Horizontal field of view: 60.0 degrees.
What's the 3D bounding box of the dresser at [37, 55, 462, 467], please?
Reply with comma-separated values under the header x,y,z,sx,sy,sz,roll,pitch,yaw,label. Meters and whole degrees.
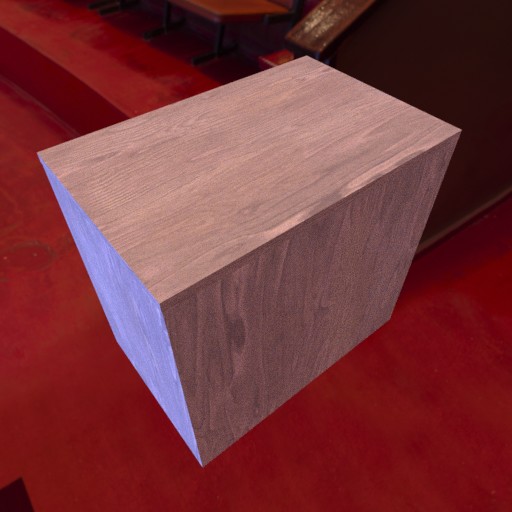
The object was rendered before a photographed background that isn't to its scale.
x,y,z,sx,sy,sz,roll,pitch,yaw,label
0.000,0.000,1.282,0.809,0.762,0.529,-30,54,-25,dresser
